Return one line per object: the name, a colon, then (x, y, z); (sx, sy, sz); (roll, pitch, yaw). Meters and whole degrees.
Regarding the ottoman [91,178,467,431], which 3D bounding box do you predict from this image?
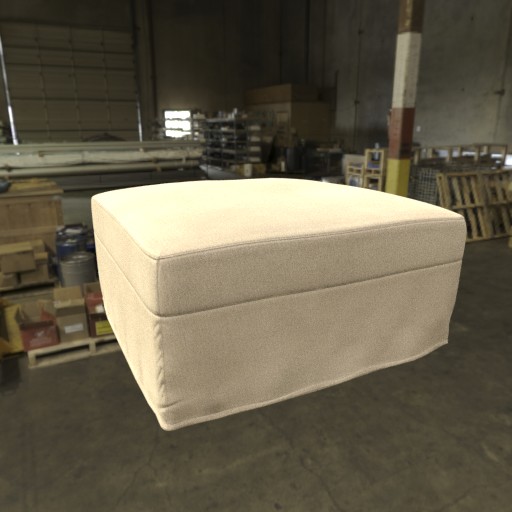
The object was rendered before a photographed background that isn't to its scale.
ottoman: (0.000, 0.000, 1.347); (0.842, 0.441, 0.843); (-8, 18, -26)
